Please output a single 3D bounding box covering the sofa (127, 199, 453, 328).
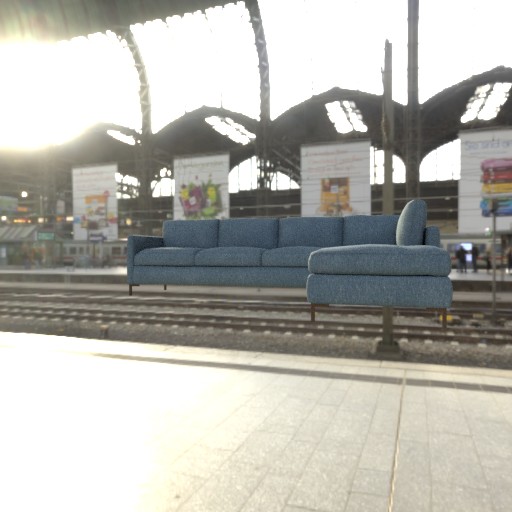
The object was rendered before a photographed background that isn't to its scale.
[{"bbox_3d":[0.000,0.000,3.860,2.949,0.815,2.007,0,0,18],"label":"sofa"}]
